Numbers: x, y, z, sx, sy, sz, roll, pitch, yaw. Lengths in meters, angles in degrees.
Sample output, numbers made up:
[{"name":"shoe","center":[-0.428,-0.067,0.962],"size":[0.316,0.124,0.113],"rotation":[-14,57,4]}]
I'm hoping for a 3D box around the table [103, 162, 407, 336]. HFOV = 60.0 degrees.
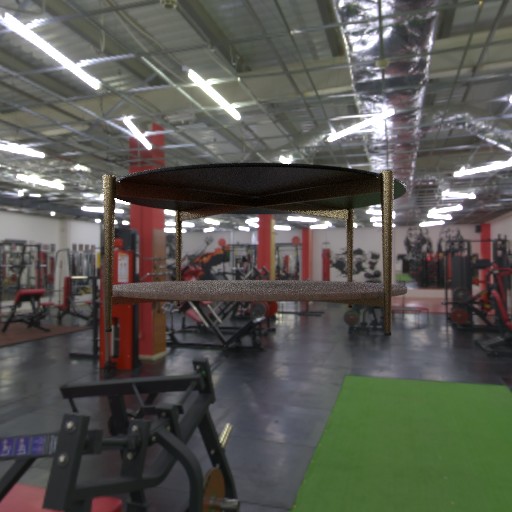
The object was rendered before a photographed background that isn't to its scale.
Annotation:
[{"name":"table","center":[0.000,0.000,1.456],"size":[0.938,0.400,0.938],"rotation":[0,-1,20]}]
